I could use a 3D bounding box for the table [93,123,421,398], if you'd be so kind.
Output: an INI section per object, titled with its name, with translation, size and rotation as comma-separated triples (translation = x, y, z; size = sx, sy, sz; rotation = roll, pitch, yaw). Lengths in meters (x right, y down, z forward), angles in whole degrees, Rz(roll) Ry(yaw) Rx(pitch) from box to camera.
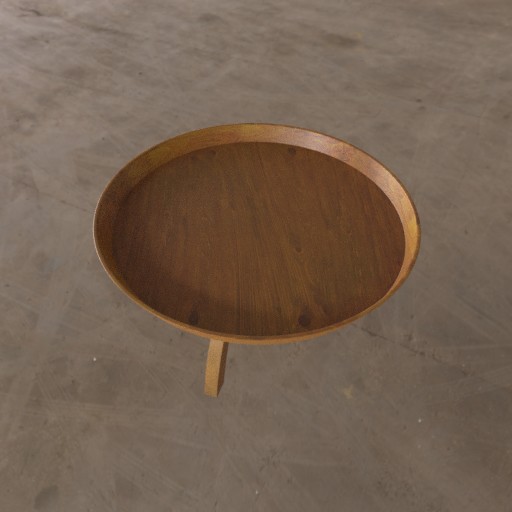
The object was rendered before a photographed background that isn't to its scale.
[table]
translation = 0.000, 0.000, 1.566
size = 1.016, 0.470, 1.016
rotation = 0, 46, 0
